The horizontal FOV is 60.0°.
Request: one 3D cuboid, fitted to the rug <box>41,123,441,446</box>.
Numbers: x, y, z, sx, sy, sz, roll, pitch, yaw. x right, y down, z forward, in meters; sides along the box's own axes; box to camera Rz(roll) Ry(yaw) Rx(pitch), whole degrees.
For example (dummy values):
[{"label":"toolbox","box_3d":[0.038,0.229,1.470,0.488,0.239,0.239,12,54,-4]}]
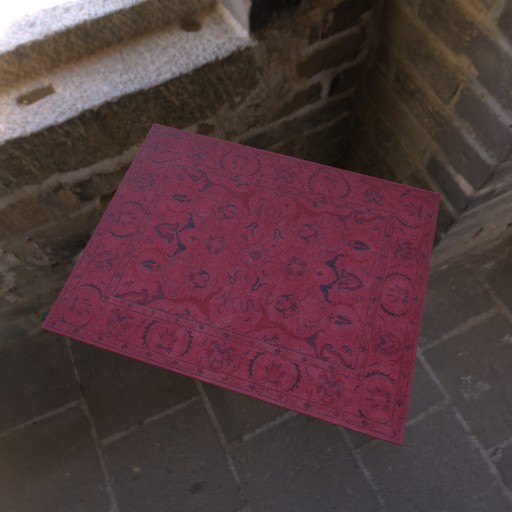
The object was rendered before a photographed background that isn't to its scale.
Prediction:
[{"label":"rug","box_3d":[0.000,0.000,3.883,2.929,0.012,2.300,16,64,8]}]
